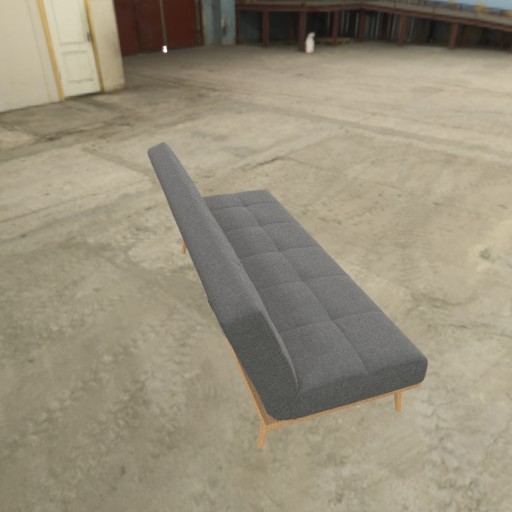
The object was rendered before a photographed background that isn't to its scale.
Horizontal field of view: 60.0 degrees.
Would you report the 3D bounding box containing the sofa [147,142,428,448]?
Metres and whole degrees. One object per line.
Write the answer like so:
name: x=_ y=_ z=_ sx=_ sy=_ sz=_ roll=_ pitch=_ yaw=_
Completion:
sofa: x=0.000 y=0.000 z=2.295 sx=0.820 sy=0.770 sz=1.820 roll=-10 pitch=32 yaw=-16
